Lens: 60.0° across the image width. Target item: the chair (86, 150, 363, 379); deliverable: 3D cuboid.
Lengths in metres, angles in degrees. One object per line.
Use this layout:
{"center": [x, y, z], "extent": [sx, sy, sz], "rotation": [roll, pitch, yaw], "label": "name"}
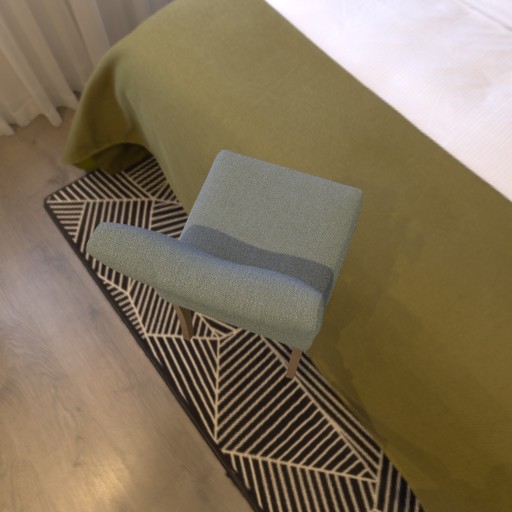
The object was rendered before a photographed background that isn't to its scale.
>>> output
{"center": [0.000, 0.000, 1.258], "extent": [0.487, 0.882, 0.629], "rotation": [18, 64, 9], "label": "chair"}
